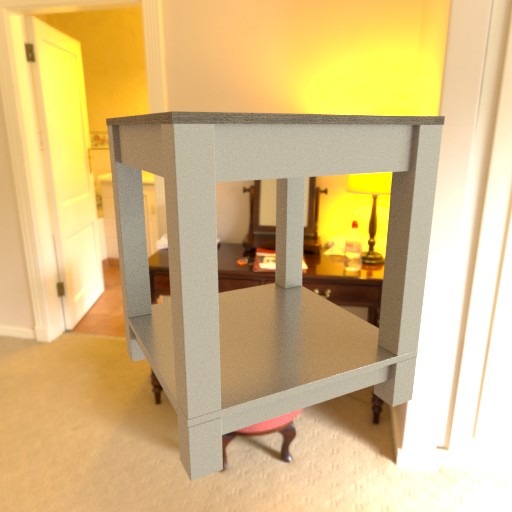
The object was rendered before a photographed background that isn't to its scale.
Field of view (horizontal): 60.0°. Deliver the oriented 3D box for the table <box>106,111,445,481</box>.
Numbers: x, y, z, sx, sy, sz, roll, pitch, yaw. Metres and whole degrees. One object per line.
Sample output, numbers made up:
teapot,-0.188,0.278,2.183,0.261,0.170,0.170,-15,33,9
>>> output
table,0.000,0.000,0.984,0.506,0.587,0.504,-8,18,-26
